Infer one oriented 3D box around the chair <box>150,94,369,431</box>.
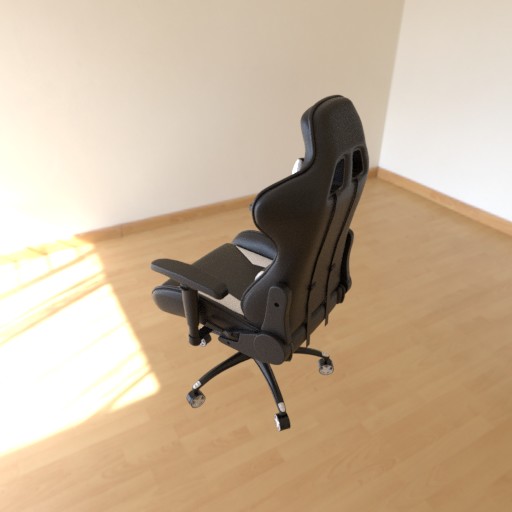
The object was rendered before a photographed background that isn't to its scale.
[{"bbox_3d":[0.000,0.000,1.770,0.695,1.285,0.730,20,37,30],"label":"chair"}]
